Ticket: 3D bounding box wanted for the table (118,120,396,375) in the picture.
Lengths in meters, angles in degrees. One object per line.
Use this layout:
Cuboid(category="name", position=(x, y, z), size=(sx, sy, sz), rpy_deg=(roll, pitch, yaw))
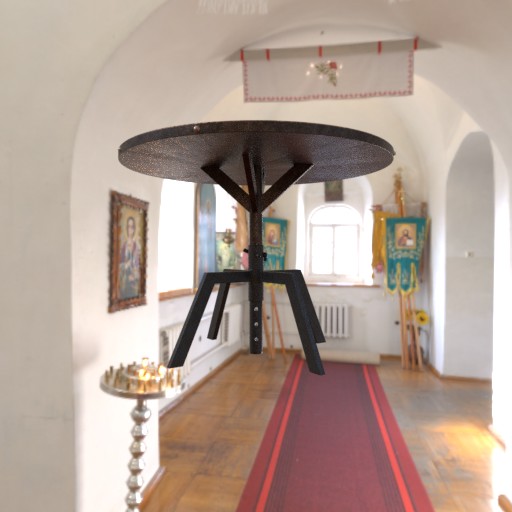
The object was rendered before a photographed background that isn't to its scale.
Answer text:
Cuboid(category="table", position=(0.000, 0.000, 1.495), size=(0.885, 0.658, 0.885), rpy_deg=(0, 1, 0))
